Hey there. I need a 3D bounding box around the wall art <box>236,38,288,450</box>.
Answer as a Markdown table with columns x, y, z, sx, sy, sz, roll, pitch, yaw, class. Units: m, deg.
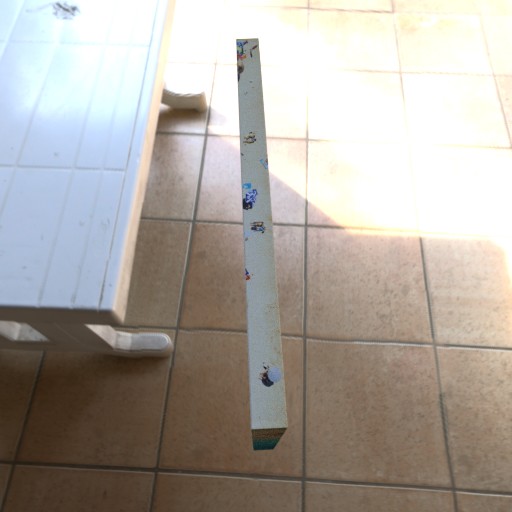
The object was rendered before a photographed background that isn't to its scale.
| x | y | z | sx | sy | sz | roll | pitch | yaw | class |
| --- | --- | --- | --- | --- | --- | --- | --- | --- | --- |
| 0.000 | 0.000 | 1.148 | 0.057 | 0.595 | 0.894 | -2 | 64 | -1 | wall art |
